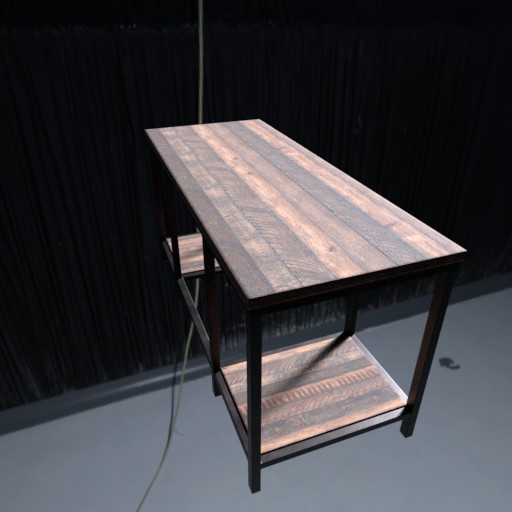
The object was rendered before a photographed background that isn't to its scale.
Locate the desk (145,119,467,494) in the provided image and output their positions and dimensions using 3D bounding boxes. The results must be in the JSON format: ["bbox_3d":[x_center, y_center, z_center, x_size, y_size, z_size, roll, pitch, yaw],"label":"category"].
[{"bbox_3d":[0.000,0.000,1.893,0.617,0.753,1.538,-11,32,-18],"label":"desk"}]
